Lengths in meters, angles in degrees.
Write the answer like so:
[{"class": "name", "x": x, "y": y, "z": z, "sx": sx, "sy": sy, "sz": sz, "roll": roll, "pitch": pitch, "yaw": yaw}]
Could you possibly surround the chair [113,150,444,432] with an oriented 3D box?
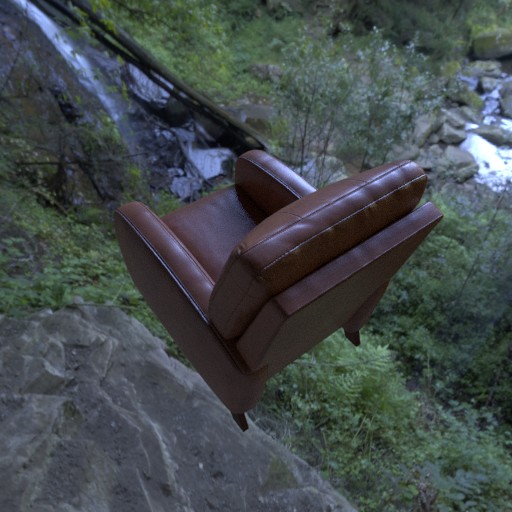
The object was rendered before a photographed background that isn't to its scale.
[{"class": "chair", "x": 0.000, "y": 0.000, "z": 1.685, "sx": 0.762, "sy": 0.990, "sz": 0.990, "roll": -29, "pitch": 53, "yaw": -25}]
